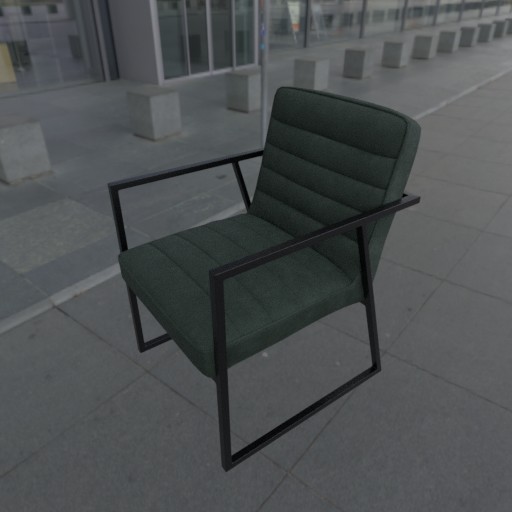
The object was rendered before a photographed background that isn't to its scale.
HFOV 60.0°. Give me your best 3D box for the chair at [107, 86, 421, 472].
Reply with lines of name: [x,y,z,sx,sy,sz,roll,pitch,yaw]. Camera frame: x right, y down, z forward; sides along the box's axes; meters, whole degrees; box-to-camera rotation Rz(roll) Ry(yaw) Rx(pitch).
chair: [0.000,0.000,1.296,0.677,0.833,0.571,-21,37,-30]
